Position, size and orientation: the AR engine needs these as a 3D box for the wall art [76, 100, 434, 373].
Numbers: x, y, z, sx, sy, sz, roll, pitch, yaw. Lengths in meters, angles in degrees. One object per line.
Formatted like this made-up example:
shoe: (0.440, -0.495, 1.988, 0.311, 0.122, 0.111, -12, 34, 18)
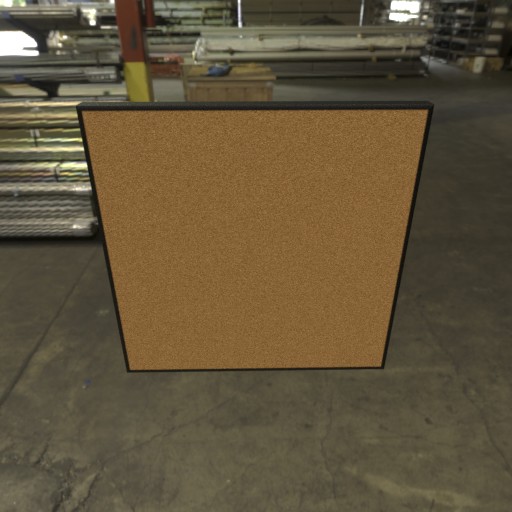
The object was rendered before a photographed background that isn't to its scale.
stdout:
wall art: (0.000, 0.000, 1.155, 0.769, 0.766, 0.042, -1, 29, -1)
